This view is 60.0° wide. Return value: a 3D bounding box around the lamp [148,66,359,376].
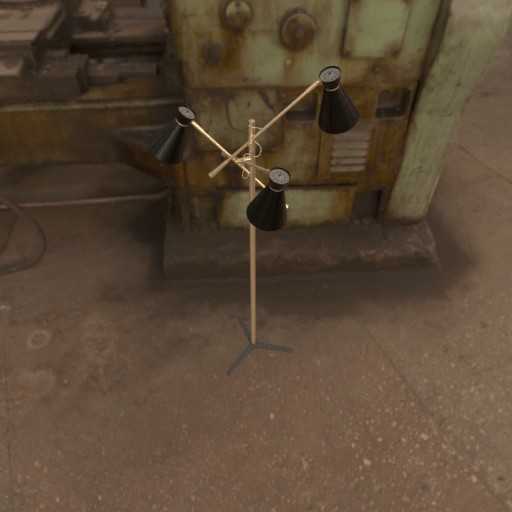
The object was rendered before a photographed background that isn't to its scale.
[{"bbox_3d":[0.000,0.000,2.136,0.750,1.804,0.653,-16,47,-16],"label":"lamp"}]
